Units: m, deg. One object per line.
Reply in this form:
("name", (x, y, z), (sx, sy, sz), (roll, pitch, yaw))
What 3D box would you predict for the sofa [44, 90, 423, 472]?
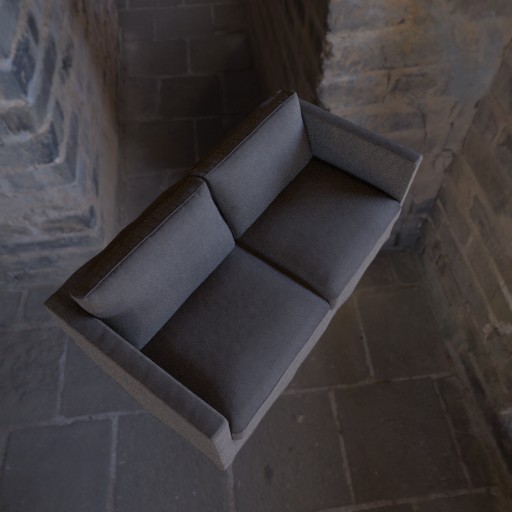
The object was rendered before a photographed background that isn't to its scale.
("sofa", (0.000, 0.000, 2.349), (0.974, 0.854, 1.802), (32, 63, 19))
